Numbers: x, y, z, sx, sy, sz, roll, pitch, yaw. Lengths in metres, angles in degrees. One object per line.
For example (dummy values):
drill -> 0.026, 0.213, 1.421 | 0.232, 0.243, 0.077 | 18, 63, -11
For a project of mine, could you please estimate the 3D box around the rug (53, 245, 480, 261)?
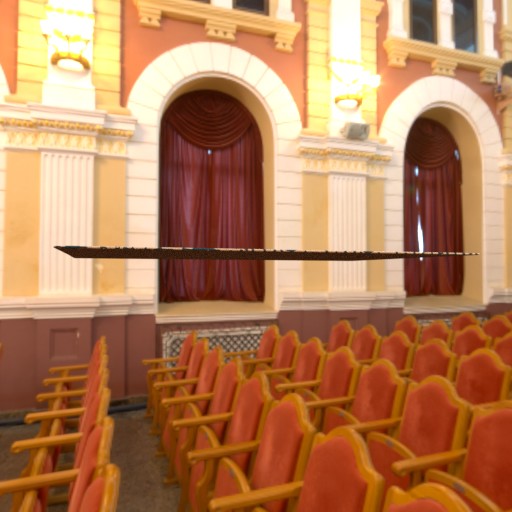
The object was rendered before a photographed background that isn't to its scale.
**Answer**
rug -> 0.000, 0.000, 3.086 | 2.435, 0.011, 1.517 | 1, -2, -19
